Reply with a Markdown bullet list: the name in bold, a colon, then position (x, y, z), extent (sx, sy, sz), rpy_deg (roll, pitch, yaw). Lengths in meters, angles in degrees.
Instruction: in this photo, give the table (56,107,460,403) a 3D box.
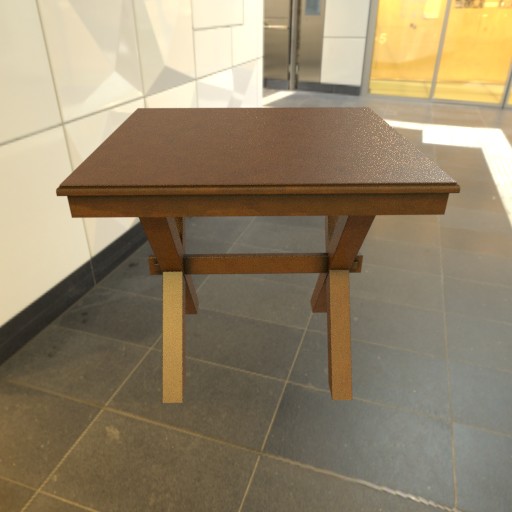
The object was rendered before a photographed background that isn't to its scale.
- **table**: position (0.000, 0.000, 1.038), extent (0.602, 0.562, 0.560), rpy_deg (-1, 30, -1)
